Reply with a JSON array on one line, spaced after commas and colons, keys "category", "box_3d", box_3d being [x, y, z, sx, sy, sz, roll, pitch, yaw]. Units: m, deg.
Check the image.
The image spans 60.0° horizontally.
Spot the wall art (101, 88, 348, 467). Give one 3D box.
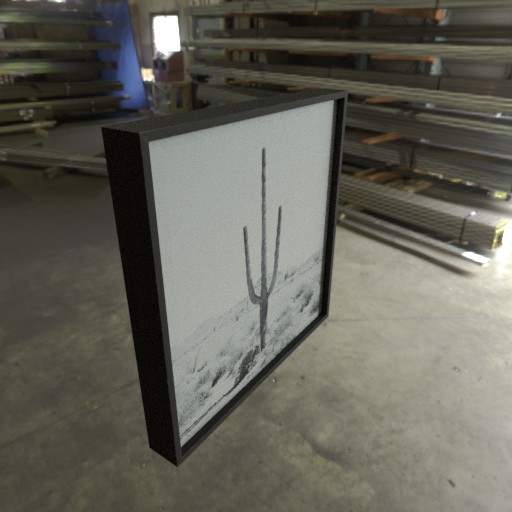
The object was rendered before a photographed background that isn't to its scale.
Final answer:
[{"category": "wall art", "box_3d": [0.000, 0.000, 0.466, 0.038, 0.305, 0.305, 17, 31, 31]}]
